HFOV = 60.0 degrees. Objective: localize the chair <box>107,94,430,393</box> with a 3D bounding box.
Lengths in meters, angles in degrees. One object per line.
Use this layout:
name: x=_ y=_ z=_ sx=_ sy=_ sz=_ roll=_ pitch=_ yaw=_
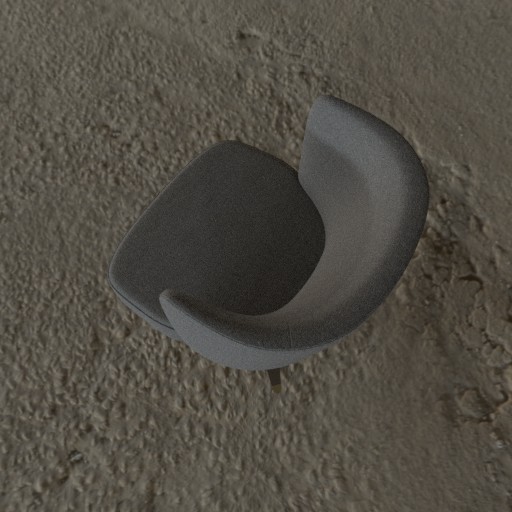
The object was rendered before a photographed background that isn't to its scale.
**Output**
chair: x=0.000 y=0.000 z=1.246 sx=0.698 sy=0.695 sz=0.639 roll=30 pitch=68 yaw=14
